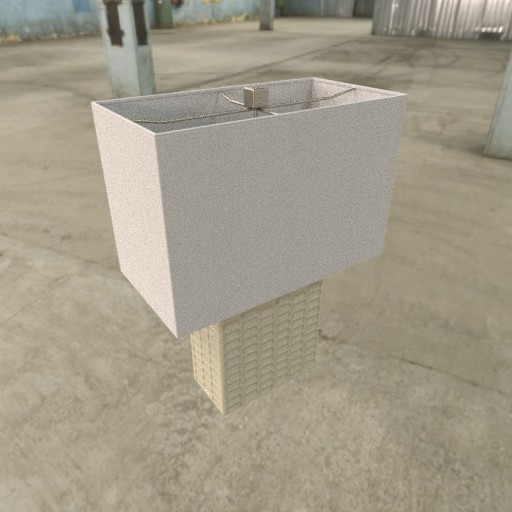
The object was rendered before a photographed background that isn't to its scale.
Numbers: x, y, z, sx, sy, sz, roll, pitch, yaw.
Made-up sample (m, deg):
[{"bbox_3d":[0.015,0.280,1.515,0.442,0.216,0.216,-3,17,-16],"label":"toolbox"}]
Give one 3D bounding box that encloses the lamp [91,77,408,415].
[{"bbox_3d":[0.000,0.000,0.715,0.380,0.515,0.200,-19,35,-30],"label":"lamp"}]
